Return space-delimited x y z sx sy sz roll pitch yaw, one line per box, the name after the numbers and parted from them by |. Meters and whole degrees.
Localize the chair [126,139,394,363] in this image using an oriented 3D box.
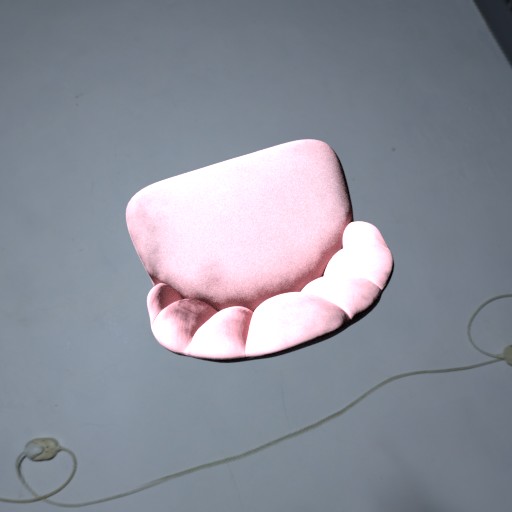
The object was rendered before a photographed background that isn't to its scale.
0.000 0.000 1.305 0.657 0.819 0.599 -18 76 -5 | chair
